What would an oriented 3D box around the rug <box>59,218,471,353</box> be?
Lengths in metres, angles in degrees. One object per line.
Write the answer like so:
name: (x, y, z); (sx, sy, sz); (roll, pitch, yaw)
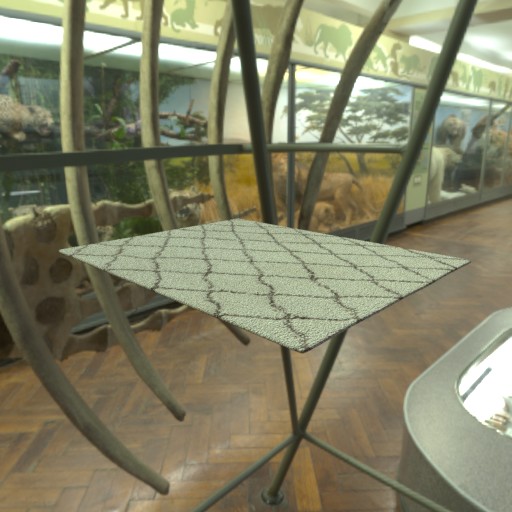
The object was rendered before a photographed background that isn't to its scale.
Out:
rug: (0.000, 0.000, 4.159); (3.047, 0.029, 2.438); (14, 21, 42)
